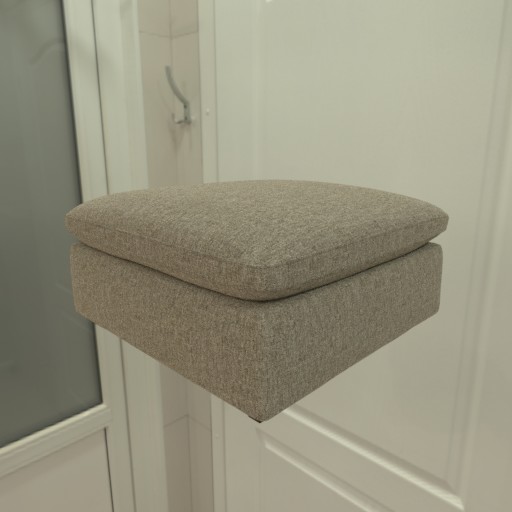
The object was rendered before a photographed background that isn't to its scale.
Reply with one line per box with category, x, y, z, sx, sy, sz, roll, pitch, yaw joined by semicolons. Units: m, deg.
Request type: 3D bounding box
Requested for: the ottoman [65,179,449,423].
ottoman;0.000;0.000;1.643;1.039;0.526;1.035;14;20;43
